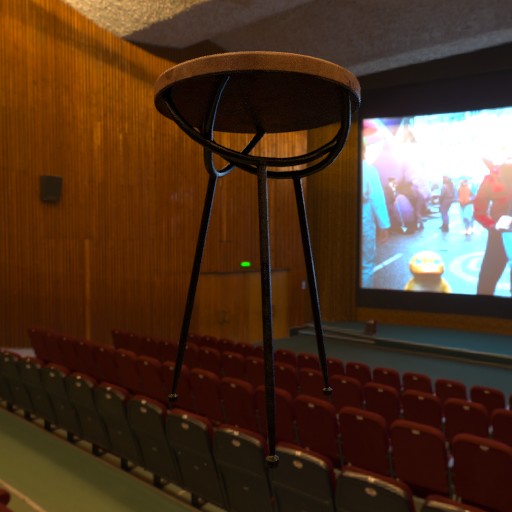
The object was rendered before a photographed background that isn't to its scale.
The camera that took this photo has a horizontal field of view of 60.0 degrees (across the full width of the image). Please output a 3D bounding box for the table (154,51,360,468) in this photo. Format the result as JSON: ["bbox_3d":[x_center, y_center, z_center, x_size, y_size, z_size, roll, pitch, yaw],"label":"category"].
[{"bbox_3d":[0.000,0.000,0.919,0.418,0.664,0.414,2,3,36],"label":"table"}]
